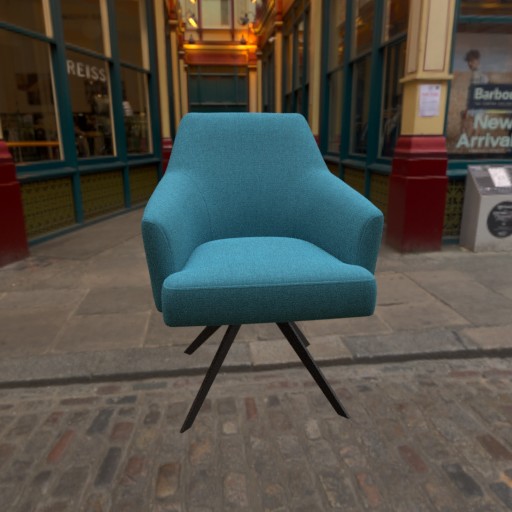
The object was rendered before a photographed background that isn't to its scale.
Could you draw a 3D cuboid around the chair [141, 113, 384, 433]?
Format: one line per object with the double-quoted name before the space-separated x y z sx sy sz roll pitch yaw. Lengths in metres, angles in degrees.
"chair" 0.000 0.000 1.383 0.642 0.874 0.677 -2 16 -7
